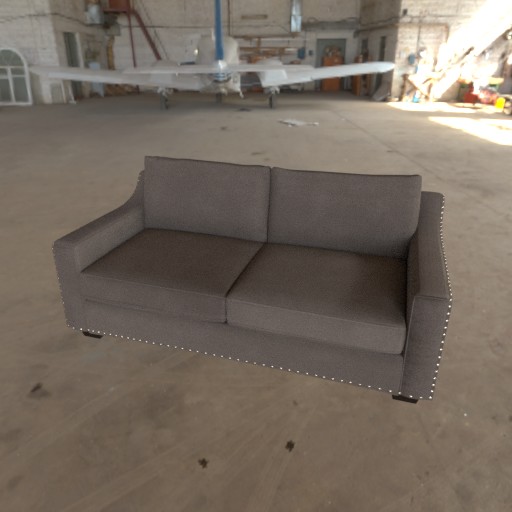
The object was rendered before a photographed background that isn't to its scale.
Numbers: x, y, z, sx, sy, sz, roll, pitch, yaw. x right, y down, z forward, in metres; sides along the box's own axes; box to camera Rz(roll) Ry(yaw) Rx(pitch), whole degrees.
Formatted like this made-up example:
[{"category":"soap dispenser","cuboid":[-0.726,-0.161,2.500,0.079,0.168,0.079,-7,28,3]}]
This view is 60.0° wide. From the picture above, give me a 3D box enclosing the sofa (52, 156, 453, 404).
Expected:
[{"category":"sofa","cuboid":[0.000,0.000,3.263,2.550,1.196,1.336,7,25,16]}]
